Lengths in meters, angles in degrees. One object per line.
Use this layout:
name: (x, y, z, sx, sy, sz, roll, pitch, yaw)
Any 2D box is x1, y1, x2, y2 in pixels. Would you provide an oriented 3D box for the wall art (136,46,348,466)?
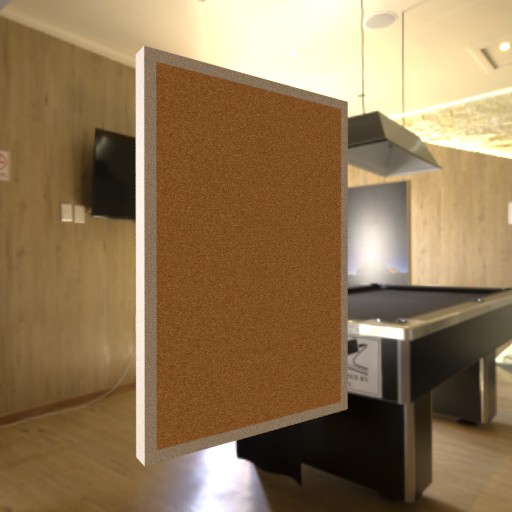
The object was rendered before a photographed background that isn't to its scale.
wall art: (0.000, 0.000, 0.836, 0.450, 0.657, 0.038, 0, 0, -35)
